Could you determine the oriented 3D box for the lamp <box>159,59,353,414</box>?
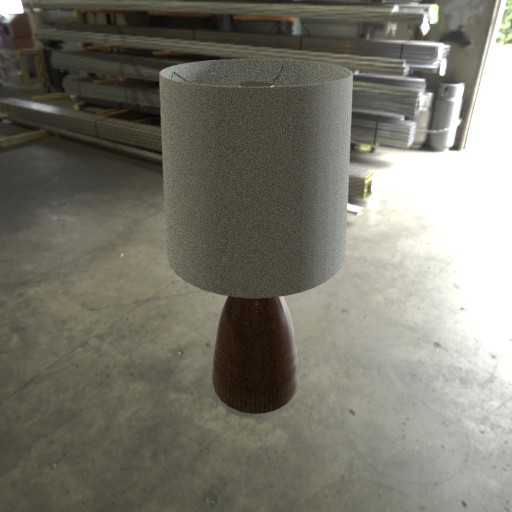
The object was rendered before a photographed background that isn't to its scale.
[{"bbox_3d":[0.000,0.000,0.474,0.186,0.369,0.186,0,30,0],"label":"lamp"}]
